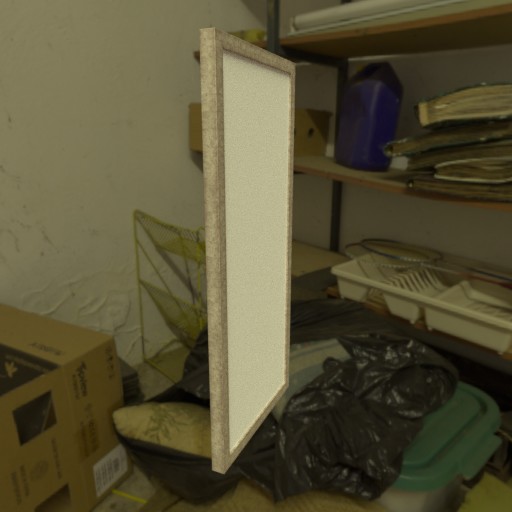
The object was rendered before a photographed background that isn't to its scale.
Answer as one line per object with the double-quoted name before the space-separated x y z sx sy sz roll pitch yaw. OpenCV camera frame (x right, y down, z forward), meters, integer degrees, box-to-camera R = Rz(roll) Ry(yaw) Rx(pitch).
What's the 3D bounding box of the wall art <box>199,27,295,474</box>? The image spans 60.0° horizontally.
"wall art" 0.000 0.000 1.701 0.051 1.461 0.648 7 16 24
